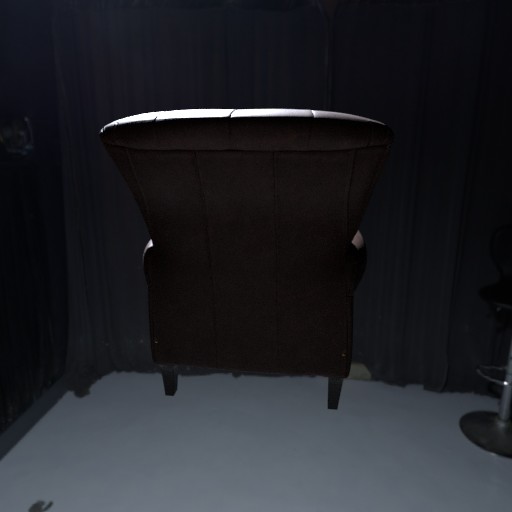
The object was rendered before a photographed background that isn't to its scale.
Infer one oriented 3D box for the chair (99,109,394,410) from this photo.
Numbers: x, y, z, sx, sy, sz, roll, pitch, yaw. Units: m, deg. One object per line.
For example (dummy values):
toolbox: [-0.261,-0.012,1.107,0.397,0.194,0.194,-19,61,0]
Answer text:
chair: [0.000,0.000,1.921,0.979,1.162,1.031,2,15,8]
